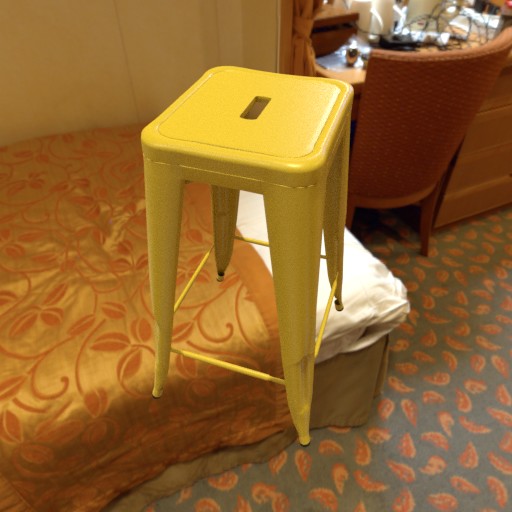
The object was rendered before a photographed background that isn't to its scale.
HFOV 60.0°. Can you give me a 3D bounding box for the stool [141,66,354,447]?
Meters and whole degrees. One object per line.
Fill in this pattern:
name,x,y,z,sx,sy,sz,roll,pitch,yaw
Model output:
stool,0.000,0.000,0.863,0.359,0.609,0.399,13,45,13
